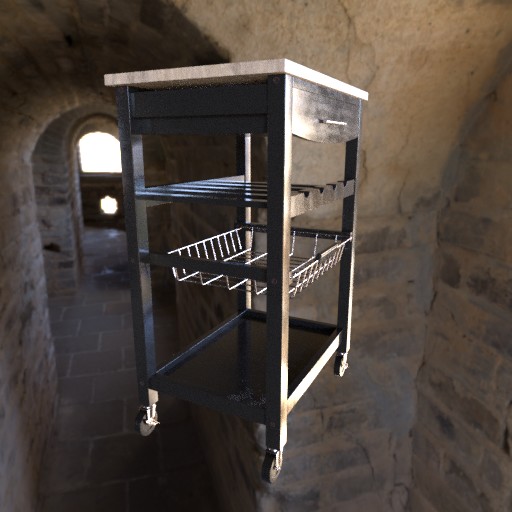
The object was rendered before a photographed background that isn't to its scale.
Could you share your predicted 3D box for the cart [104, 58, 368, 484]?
[{"bbox_3d":[0.000,0.000,1.155,0.403,0.839,0.584,7,16,26],"label":"cart"}]
